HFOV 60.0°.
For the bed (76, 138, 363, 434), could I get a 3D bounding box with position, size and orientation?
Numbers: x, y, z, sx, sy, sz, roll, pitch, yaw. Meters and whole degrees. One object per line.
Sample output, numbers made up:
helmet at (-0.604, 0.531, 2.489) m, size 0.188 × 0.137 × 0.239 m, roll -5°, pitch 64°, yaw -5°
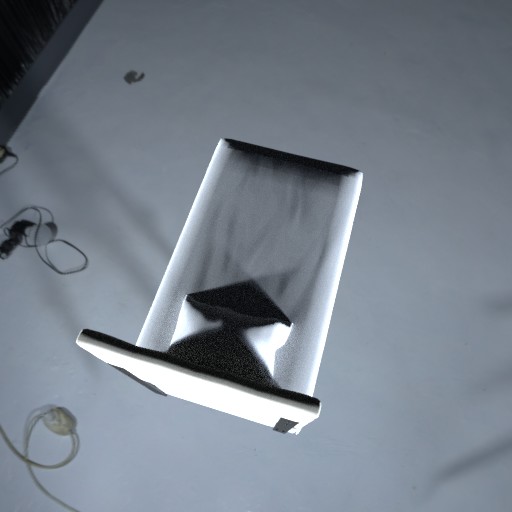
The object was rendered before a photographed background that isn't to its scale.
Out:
bed at (0.000, 0.000, 3.029) m, size 1.261 × 1.571 × 1.997 m, roll 15°, pitch 67°, yaw 7°
